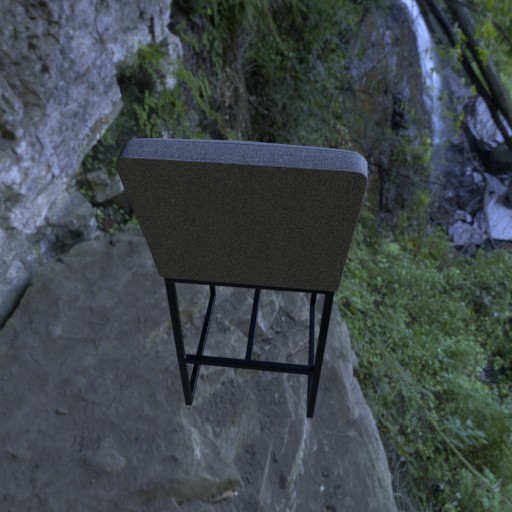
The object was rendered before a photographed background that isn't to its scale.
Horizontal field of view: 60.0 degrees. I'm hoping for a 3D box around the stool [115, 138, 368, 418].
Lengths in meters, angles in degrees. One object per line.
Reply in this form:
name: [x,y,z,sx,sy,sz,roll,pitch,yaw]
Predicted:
stool: [0.000,0.000,1.316,0.459,1.034,0.571,4,45,4]
